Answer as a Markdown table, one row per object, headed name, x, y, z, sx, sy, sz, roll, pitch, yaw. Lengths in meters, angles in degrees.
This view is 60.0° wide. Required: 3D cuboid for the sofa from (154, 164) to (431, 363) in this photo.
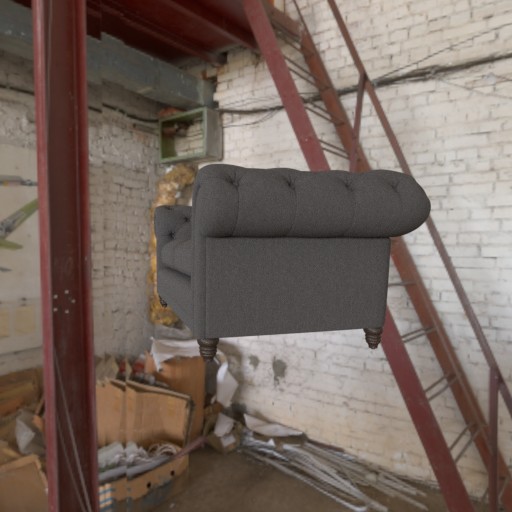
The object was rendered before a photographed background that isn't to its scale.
| name | x | y | z | sx | sy | sz | roll | pitch | yaw |
| --- | --- | --- | --- | --- | --- | --- | --- | --- | --- |
| sofa | 0.000 | 0.000 | 2.541 | 0.986 | 0.764 | 1.998 | 0 | 2 | -18 |
